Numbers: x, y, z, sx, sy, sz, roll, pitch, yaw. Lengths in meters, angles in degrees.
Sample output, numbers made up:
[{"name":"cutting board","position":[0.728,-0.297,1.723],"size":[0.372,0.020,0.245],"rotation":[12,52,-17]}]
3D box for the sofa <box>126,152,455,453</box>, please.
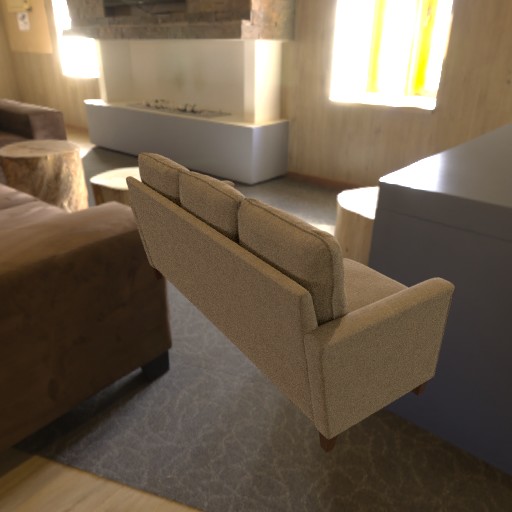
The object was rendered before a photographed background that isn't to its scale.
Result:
[{"name":"sofa","position":[0.000,0.000,2.481],"size":[0.828,0.959,1.925],"rotation":[-16,30,-30]}]
